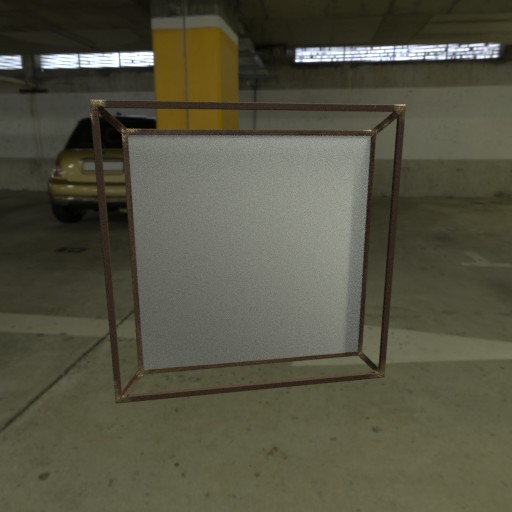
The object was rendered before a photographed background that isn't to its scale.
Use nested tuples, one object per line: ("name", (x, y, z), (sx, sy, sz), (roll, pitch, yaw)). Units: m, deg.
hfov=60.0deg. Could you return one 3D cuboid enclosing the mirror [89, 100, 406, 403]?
("mirror", (0.000, 0.000, 0.933), (0.610, 0.610, 0.032), (-3, 14, -10))
